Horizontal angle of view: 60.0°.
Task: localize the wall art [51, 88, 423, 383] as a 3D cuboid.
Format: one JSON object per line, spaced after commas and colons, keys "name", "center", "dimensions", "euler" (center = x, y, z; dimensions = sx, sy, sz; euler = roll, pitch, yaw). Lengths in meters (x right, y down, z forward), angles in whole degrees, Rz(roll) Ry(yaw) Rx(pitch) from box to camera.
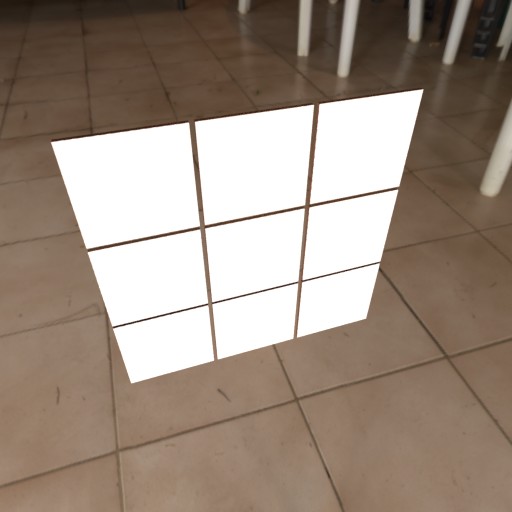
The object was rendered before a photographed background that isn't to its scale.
{"name": "wall art", "center": [0.000, 0.000, 1.849], "dimensions": [1.256, 1.246, 0.017], "euler": [-13, 43, -14]}
